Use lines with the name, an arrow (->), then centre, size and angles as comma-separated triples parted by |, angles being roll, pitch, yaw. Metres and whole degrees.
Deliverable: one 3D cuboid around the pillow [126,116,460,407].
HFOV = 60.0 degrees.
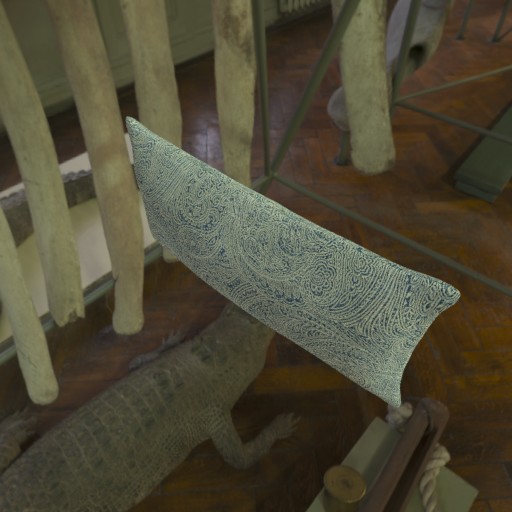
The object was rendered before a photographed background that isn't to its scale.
pillow -> 0.000, 0.000, 0.747 | 0.615, 0.295, 0.151 | 32, 54, 27
